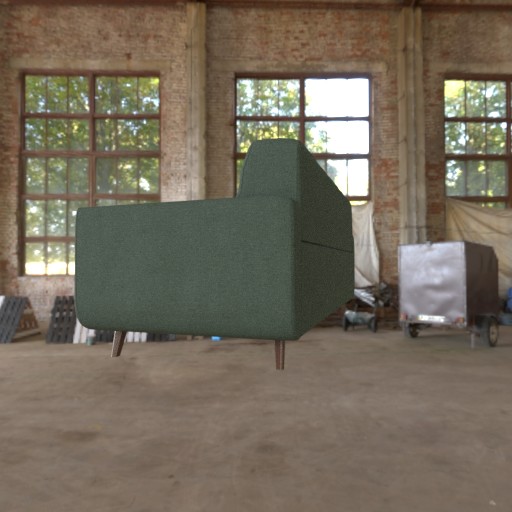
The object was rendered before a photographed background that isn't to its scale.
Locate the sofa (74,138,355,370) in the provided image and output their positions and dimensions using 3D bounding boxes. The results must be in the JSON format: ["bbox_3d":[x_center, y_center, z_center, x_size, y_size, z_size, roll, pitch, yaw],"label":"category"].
[{"bbox_3d":[0.000,0.000,2.516,0.909,0.841,2.029,0,-1,18],"label":"sofa"}]
